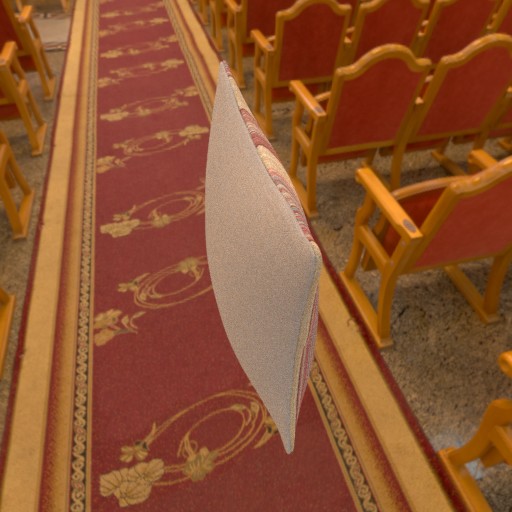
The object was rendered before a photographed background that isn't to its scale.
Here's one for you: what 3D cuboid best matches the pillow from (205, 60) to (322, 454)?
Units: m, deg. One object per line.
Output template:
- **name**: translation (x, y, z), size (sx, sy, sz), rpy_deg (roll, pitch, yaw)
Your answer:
- **pillow**: translation (0.000, 0.000, 0.661), size (0.136, 0.419, 0.437), rpy_deg (-10, 46, -10)
